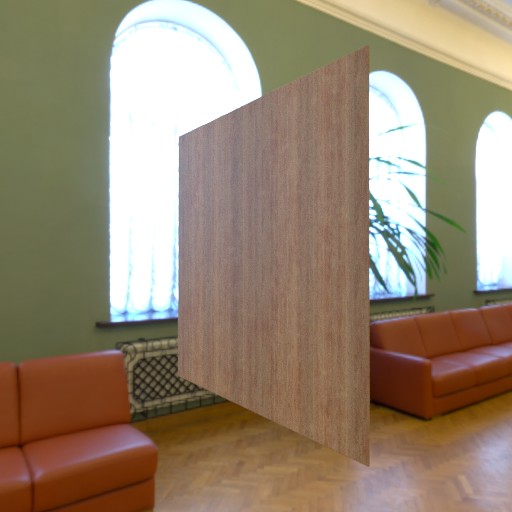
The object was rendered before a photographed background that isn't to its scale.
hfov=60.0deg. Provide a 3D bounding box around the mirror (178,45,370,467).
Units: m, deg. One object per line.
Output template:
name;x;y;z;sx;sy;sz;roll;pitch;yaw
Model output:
mirror;0.000;0.000;0.958;0.047;0.651;0.651;0;0;-36
